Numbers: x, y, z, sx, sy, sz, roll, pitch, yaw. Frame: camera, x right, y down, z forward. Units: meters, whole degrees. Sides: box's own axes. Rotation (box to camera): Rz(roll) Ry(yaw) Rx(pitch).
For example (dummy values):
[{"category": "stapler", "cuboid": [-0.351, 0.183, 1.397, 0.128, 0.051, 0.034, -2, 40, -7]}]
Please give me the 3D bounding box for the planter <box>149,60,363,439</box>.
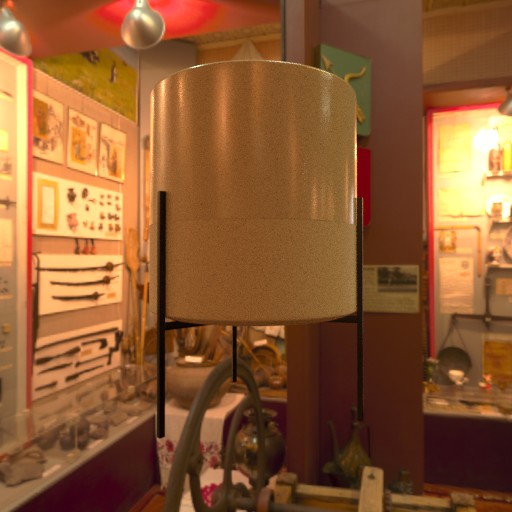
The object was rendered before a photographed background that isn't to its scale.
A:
[{"category": "planter", "cuboid": [0.000, 0.000, 0.688, 0.323, 0.475, 0.314, 0, -1, 17]}]
